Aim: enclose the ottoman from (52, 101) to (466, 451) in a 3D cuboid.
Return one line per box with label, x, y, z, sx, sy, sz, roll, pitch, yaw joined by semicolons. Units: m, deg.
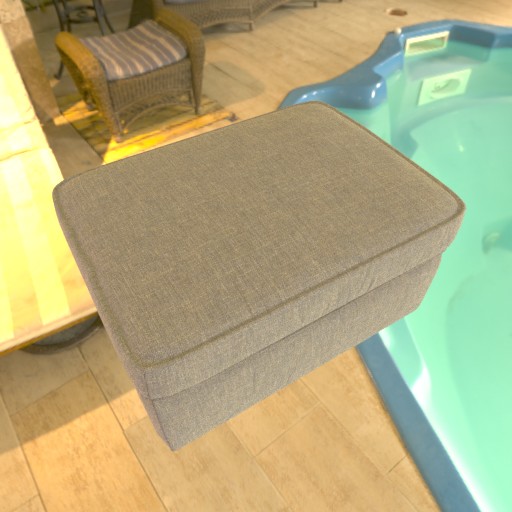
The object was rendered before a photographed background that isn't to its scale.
ottoman;0.000;0.000;1.080;0.762;0.457;0.559;-24;52;-21
